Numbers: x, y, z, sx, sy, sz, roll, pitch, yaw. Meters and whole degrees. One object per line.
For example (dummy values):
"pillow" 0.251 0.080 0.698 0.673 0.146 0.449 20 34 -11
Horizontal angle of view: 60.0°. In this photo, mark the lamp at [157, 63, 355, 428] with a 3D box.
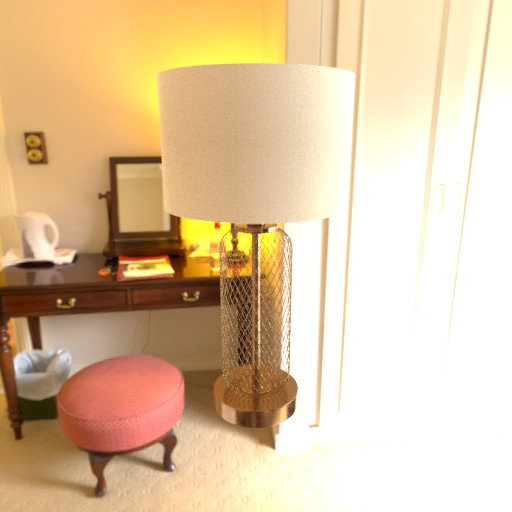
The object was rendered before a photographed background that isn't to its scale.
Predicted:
"lamp" 0.000 0.000 0.642 0.252 0.483 0.252 15 22 43
